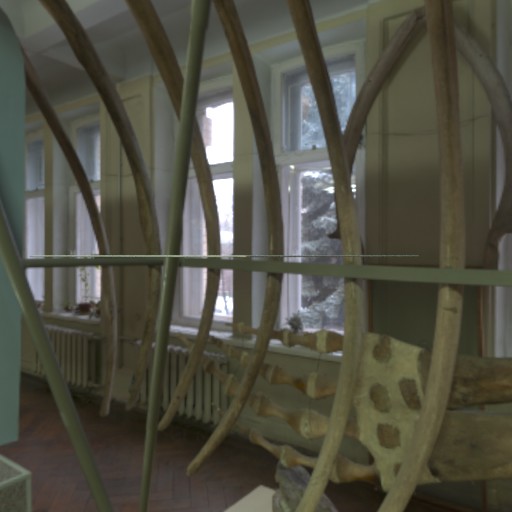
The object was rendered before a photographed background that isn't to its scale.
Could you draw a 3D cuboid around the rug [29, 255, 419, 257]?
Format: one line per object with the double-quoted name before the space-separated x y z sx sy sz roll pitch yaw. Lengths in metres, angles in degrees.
"rug" 0.000 0.000 2.413 1.234 0.006 1.854 0 0 35
